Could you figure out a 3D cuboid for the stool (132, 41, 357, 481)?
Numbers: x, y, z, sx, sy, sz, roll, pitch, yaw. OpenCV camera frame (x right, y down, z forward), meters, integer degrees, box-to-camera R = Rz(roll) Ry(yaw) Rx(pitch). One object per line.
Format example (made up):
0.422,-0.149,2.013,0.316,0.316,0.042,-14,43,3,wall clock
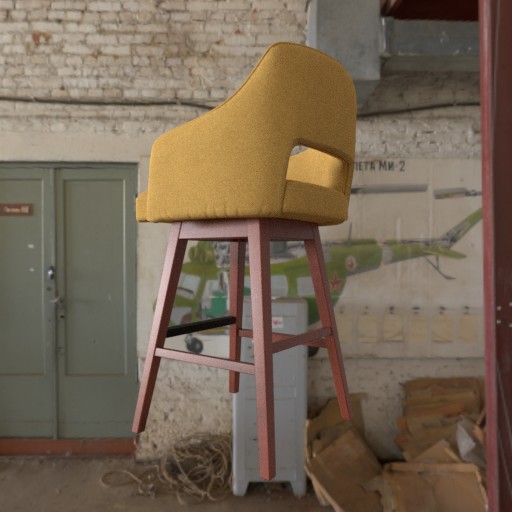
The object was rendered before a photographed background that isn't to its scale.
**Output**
0.000,0.000,1.306,0.558,1.012,0.548,0,0,35,stool
